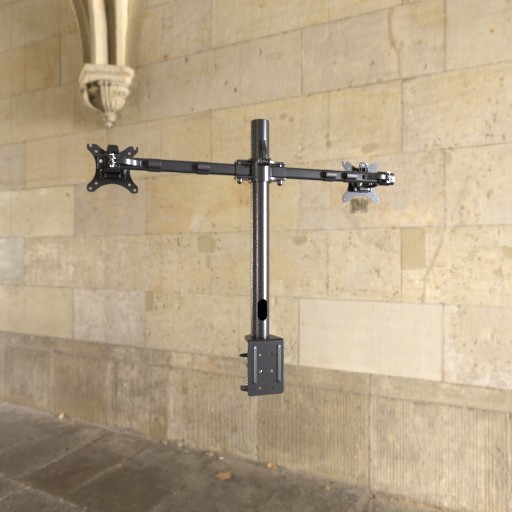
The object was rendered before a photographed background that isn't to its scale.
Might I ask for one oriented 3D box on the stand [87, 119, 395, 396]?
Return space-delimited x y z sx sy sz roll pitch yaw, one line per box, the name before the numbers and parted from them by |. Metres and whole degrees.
stand | 0.000 0.000 1.024 0.743 0.603 0.150 0 0 -17
